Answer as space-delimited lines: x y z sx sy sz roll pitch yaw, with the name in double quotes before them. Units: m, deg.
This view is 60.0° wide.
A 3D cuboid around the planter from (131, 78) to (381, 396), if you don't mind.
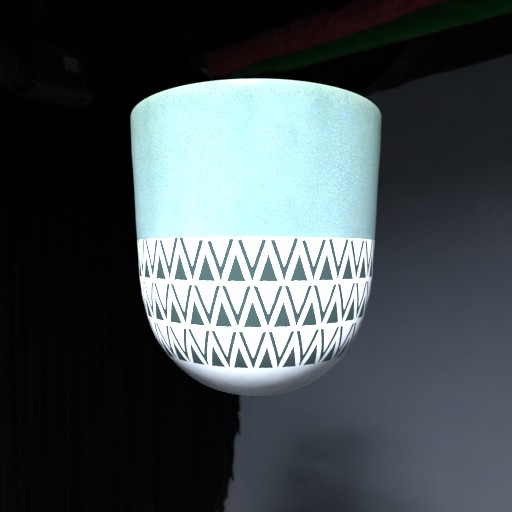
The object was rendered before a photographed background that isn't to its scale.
"planter" 0.000 0.000 0.365 0.198 0.214 0.198 0 0 0
